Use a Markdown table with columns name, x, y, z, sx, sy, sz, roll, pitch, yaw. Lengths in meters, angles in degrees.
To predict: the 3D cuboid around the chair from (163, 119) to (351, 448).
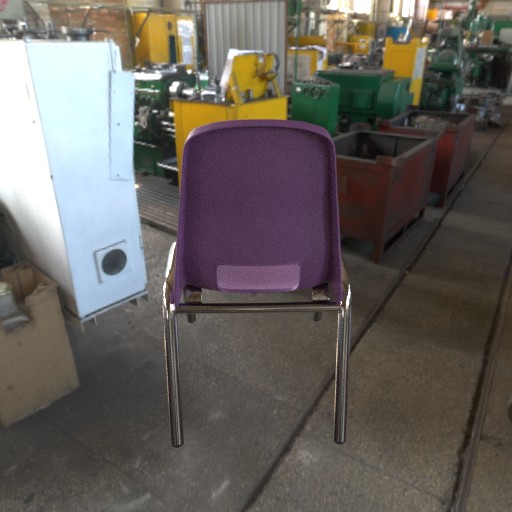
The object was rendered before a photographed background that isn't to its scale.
| name | x | y | z | sx | sy | sz | roll | pitch | yaw |
| --- | --- | --- | --- | --- | --- | --- | --- | --- | --- |
| chair | 0.000 | 0.000 | 0.872 | 0.356 | 0.584 | 0.419 | -1 | 27 | -1 |
